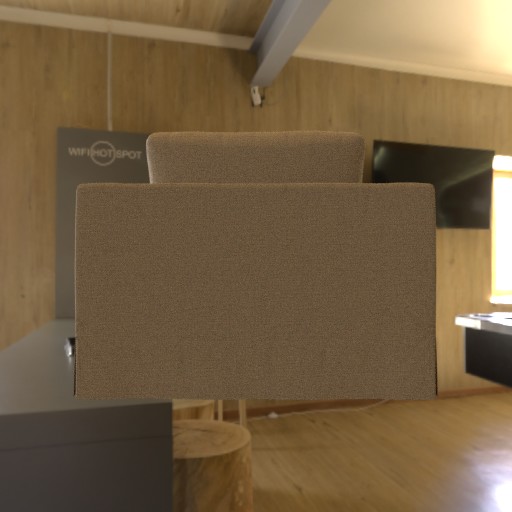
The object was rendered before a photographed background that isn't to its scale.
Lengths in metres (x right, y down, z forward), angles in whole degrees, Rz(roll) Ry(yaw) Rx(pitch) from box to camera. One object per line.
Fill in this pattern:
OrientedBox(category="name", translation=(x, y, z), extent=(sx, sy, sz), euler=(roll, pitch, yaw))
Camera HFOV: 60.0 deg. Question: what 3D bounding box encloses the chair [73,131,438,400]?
OrientedBox(category="chair", translation=(0.000, 0.000, 1.817), extent=(1.150, 0.878, 0.957), euler=(0, -1, 0))
